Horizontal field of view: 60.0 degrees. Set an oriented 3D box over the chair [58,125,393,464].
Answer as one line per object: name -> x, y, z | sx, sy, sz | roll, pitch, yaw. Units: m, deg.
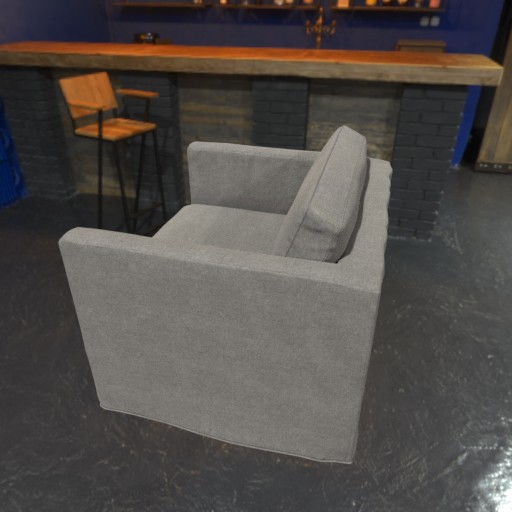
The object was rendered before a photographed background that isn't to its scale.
chair -> 0.000, 0.000, 1.732 | 0.949, 0.863, 1.057 | 8, 32, 14
